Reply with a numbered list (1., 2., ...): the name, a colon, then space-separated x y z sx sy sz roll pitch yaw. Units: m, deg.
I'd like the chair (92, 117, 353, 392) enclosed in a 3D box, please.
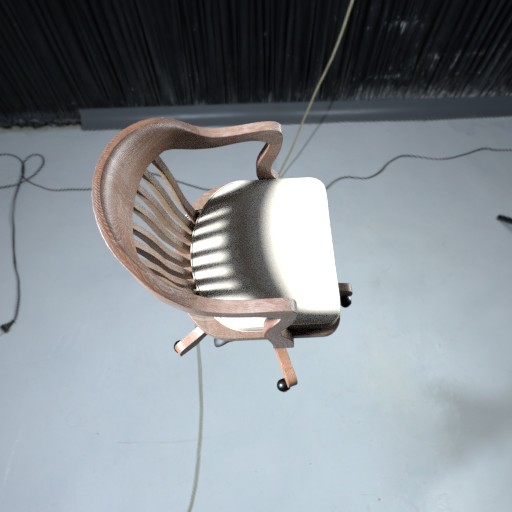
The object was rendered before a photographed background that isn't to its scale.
1. chair: 0.000 0.000 1.466 0.788 0.878 0.750 -2 64 -1
